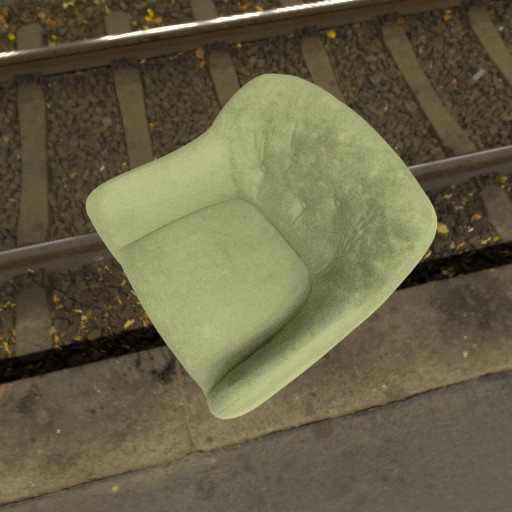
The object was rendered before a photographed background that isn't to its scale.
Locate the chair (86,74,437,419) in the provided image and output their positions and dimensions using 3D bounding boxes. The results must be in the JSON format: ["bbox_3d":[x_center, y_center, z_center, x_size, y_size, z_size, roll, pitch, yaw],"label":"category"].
[{"bbox_3d":[0.000,0.000,1.525,0.819,0.804,0.840,-32,67,-15],"label":"chair"}]
